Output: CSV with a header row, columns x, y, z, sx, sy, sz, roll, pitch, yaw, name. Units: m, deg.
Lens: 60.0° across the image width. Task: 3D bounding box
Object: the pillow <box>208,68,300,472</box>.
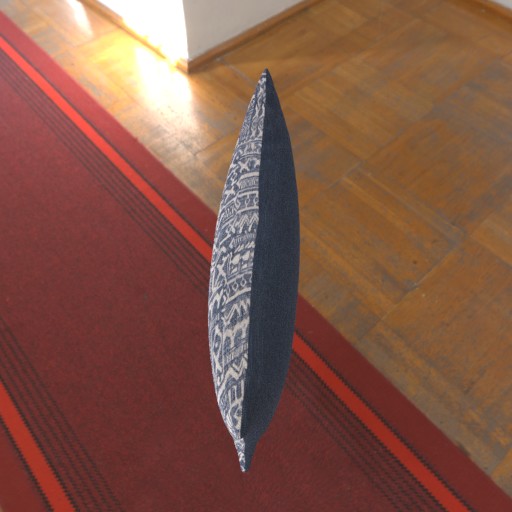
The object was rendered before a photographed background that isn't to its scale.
x,y,z,sx,sy,sz,roll,pitch,yaw,name
0.000,0.000,0.743,0.148,0.292,0.631,3,59,2,pillow
